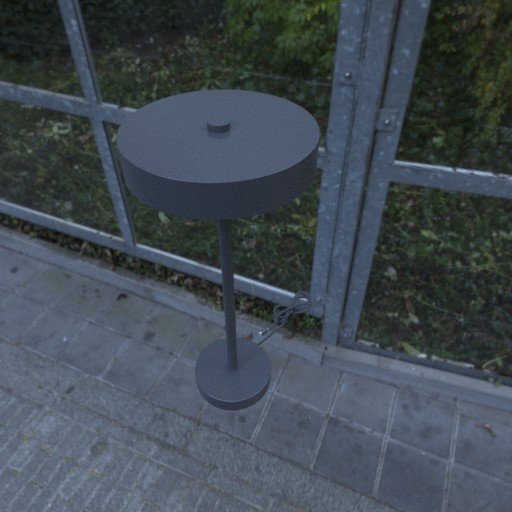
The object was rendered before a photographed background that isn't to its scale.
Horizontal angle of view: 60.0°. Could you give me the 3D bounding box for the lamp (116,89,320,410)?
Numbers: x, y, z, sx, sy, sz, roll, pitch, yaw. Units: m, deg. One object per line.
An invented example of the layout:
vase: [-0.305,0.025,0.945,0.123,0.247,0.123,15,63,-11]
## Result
lamp: [0.000,0.000,0.709,0.229,0.508,0.369,26,48,26]
